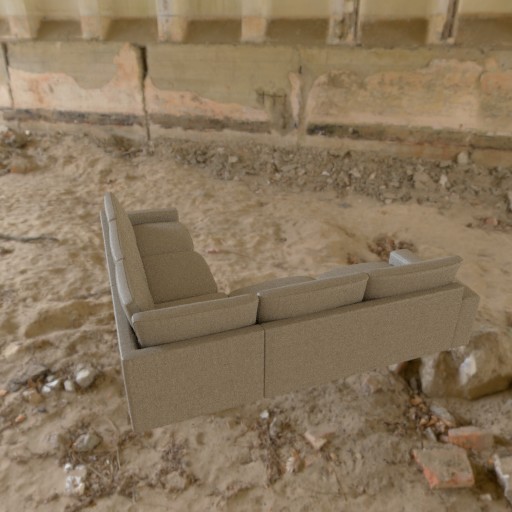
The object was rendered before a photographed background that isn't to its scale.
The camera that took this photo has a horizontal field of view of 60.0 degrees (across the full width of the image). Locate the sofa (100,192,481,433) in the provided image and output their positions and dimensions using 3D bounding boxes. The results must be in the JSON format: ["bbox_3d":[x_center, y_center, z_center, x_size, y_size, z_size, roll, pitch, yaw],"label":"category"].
[{"bbox_3d":[0.000,0.000,4.124,2.622,0.800,2.742,-9,28,-18],"label":"sofa"}]
